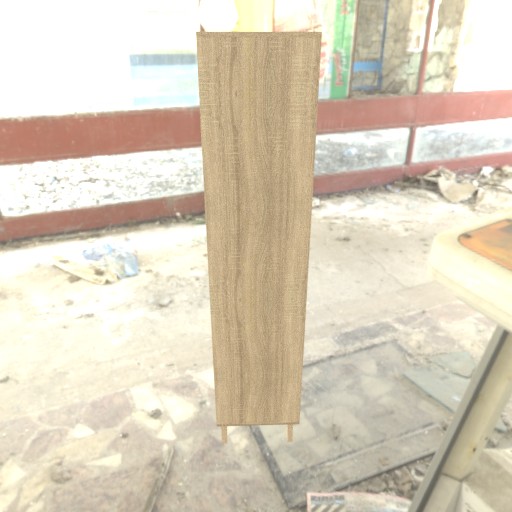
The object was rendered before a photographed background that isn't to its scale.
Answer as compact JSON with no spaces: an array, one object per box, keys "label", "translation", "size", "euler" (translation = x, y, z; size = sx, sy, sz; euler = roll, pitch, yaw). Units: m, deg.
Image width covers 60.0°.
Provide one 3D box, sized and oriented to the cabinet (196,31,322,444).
[{"label":"cabinet","translation":[0.000,0.000,2.060],"size":[0.400,1.850,0.570],"euler":[-1,26,-2]}]
